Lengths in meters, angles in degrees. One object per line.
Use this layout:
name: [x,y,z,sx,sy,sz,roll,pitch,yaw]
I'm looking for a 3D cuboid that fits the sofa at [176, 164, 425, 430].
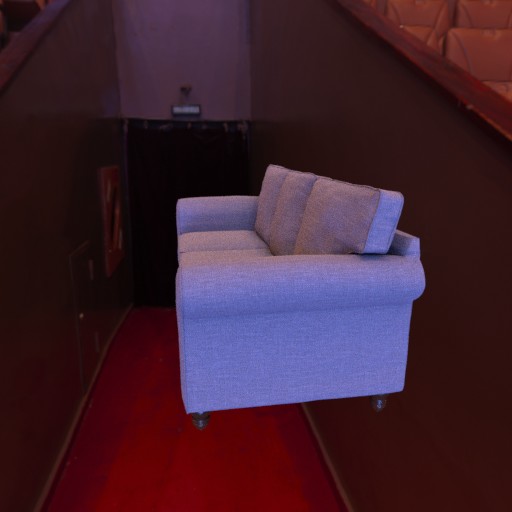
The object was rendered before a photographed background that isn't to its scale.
sofa: [0.000,0.000,2.565,0.916,0.961,2.084,-2,14,-9]
